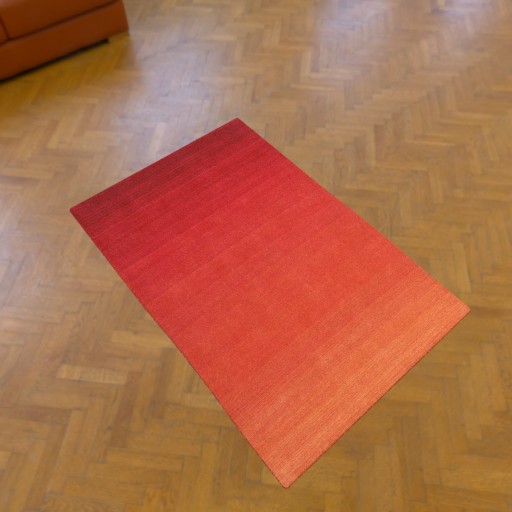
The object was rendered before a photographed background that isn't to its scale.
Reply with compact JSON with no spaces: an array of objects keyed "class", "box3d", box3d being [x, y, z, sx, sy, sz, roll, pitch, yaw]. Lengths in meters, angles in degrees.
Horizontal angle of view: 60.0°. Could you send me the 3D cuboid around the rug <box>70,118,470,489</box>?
[{"class":"rug","box3d":[0.000,0.000,2.335,1.230,0.018,1.835,-35,63,-20]}]
